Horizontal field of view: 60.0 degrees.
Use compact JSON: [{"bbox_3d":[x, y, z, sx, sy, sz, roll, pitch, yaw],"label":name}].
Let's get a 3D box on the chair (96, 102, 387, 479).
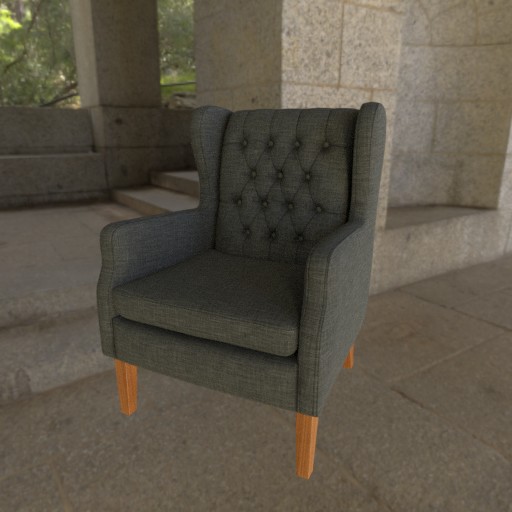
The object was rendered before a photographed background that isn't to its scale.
[{"bbox_3d":[0.000,0.000,1.440,0.711,0.953,0.775,8,18,25],"label":"chair"}]
